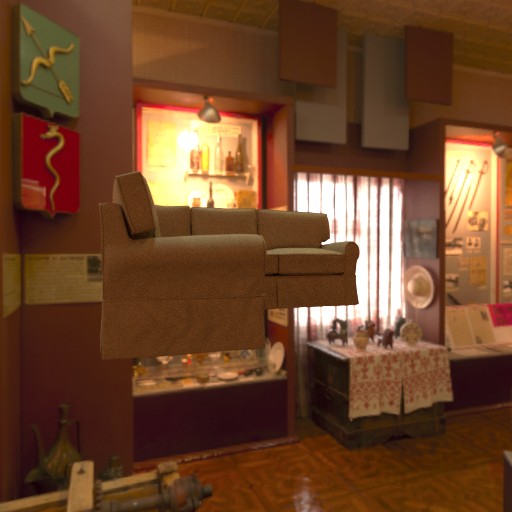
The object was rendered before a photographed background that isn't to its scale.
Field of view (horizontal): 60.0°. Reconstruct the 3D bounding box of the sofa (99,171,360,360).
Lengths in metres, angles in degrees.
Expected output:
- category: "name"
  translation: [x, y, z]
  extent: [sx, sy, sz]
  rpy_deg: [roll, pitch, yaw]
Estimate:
- category: "sofa"
  translation: [0.000, 0.000, 3.972]
  extent: [2.623, 1.081, 2.618]
  rpy_deg: [0, 1, -19]
